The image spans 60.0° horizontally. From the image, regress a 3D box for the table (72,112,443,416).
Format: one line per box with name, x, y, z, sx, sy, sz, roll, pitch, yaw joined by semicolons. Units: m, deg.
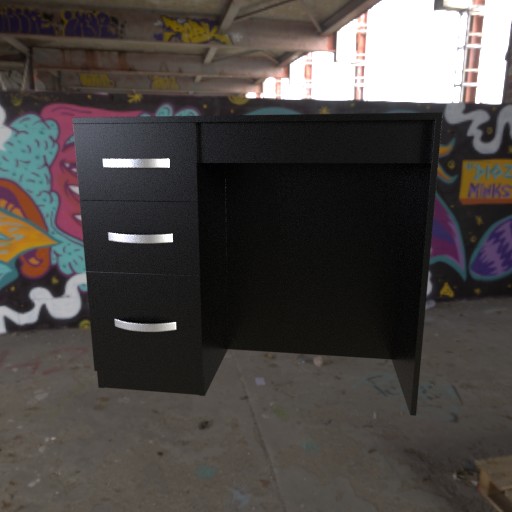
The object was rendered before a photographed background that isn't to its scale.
table;0.000;0.000;1.345;0.930;0.790;0.380;2;13;8
